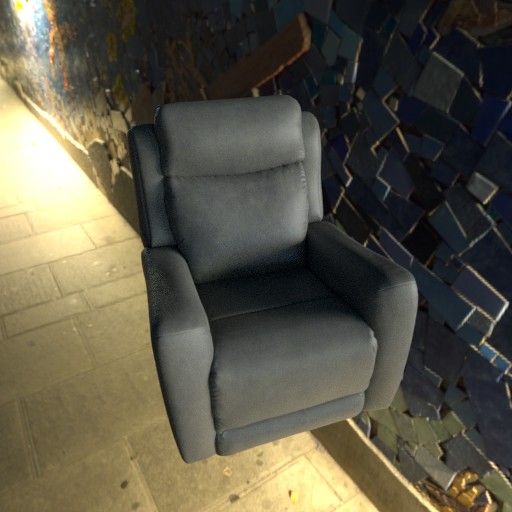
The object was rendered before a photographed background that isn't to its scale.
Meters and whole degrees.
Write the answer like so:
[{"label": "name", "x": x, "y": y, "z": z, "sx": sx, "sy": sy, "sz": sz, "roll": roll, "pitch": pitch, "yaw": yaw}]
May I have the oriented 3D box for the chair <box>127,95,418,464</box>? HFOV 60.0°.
[{"label": "chair", "x": 0.000, "y": 0.000, "z": 1.891, "sx": 0.965, "sy": 1.116, "sz": 1.068, "roll": -9, "pitch": 33, "yaw": -15}]
